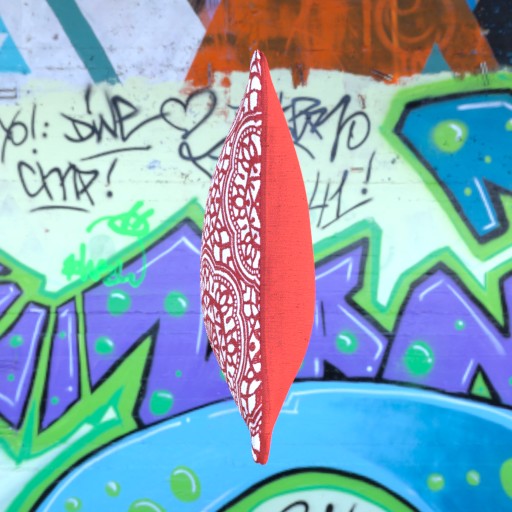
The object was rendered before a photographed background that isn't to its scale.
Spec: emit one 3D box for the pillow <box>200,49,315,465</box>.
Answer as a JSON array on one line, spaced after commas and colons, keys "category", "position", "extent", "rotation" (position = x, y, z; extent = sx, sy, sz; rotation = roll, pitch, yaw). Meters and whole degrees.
[{"category": "pillow", "position": [0.000, 0.000, 0.662], "extent": [0.162, 0.419, 0.438], "rotation": [0, 1, -1]}]
